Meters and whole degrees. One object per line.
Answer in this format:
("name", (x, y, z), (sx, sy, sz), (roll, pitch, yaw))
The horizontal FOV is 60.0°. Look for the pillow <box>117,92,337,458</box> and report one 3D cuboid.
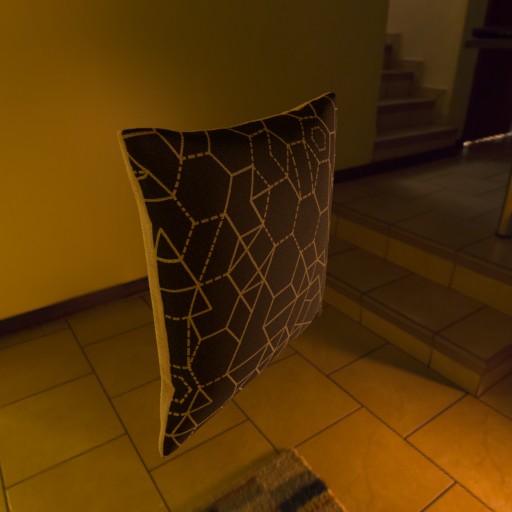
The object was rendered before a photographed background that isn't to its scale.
("pillow", (0.000, 0.000, 0.780), (0.158, 0.508, 0.517), (17, 31, 31))
